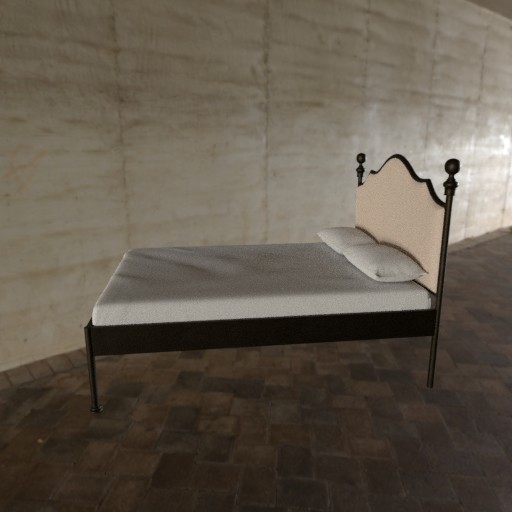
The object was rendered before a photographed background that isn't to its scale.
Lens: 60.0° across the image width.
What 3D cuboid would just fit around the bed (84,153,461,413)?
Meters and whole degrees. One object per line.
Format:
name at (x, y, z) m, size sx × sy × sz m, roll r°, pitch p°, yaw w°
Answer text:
bed at (0.000, 0.000, 3.268) m, size 2.170 × 1.462 × 1.533 m, roll -2°, pitch 14°, yaw -7°
